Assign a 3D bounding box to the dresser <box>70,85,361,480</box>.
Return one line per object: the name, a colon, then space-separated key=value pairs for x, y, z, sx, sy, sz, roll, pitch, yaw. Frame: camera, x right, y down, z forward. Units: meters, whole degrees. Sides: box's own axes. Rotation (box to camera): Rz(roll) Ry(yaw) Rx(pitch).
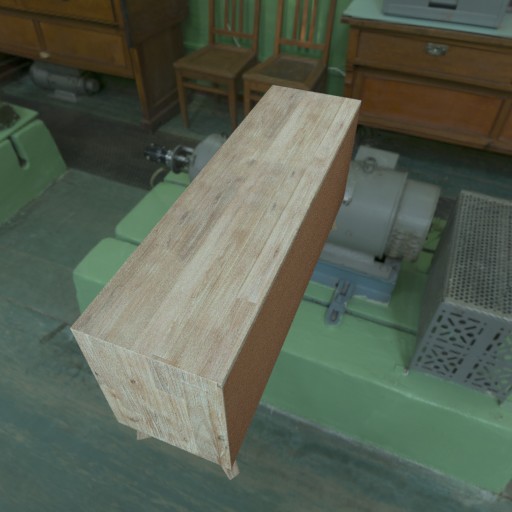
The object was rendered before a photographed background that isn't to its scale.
dresser: x=0.000 y=0.000 z=1.951 sx=0.455 sy=0.788 sz=1.602 roll=16 pitch=48 yaw=15
